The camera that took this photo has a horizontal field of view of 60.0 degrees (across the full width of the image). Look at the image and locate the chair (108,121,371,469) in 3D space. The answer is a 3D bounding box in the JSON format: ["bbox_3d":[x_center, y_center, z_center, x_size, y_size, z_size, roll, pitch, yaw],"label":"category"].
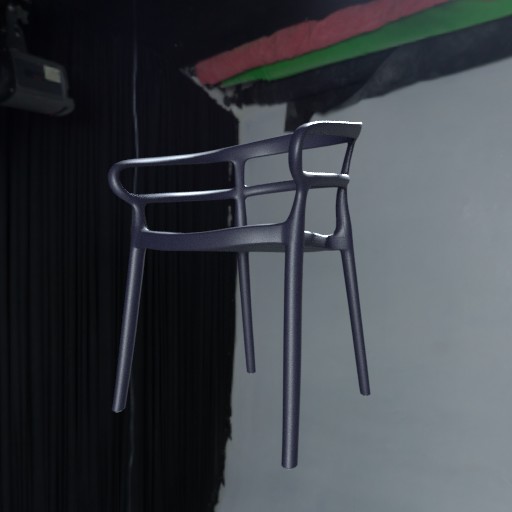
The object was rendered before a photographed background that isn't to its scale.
[{"bbox_3d":[0.000,0.000,1.132,0.559,0.761,0.527,0,0,36],"label":"chair"}]
